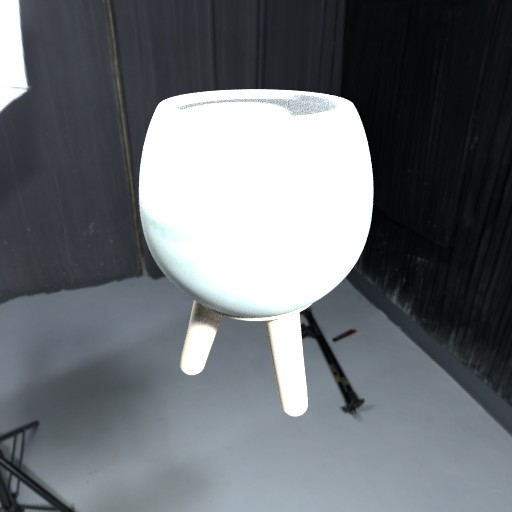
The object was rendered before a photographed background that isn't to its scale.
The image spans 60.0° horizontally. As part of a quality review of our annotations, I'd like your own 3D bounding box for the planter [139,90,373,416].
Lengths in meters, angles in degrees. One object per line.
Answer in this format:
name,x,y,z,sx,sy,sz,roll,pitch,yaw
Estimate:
planter,0.000,0.000,0.337,0.161,0.224,0.161,0,27,0
